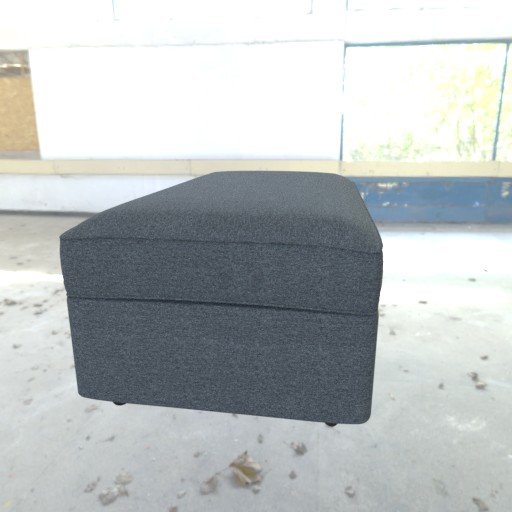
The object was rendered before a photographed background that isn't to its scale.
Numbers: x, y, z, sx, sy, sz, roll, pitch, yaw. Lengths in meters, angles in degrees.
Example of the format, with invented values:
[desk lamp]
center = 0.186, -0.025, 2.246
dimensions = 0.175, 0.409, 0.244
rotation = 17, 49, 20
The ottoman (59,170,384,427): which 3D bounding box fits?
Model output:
[ottoman]
center = 0.000, 0.000, 1.472
dimensions = 0.681, 0.494, 1.173
rotation = 2, 16, 9
